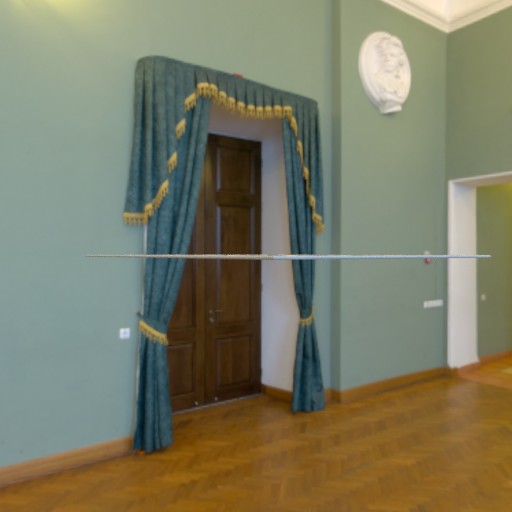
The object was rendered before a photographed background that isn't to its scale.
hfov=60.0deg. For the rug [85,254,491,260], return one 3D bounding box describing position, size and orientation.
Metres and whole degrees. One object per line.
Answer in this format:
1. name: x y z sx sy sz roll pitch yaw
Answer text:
1. rug: 0.000 0.000 2.883 1.528 0.014 2.294 0 0 -37
